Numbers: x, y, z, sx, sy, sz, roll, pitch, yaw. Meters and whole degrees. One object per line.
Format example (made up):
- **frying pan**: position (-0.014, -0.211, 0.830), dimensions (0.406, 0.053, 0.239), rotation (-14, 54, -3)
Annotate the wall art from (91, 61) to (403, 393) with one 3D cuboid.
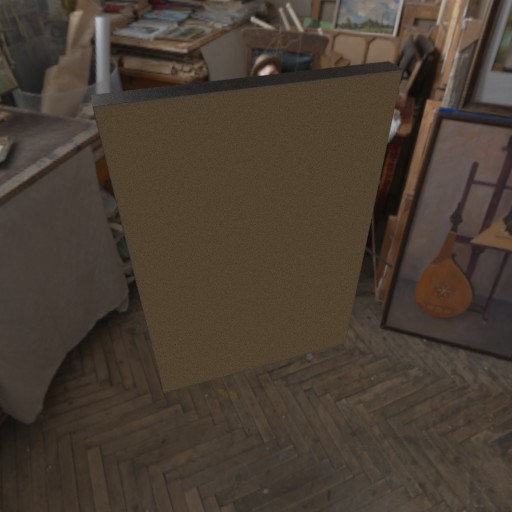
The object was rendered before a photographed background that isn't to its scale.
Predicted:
- **wall art**: position (0.000, 0.000, 0.587), dimensions (0.313, 0.457, 0.031), rotation (-12, 42, -13)
